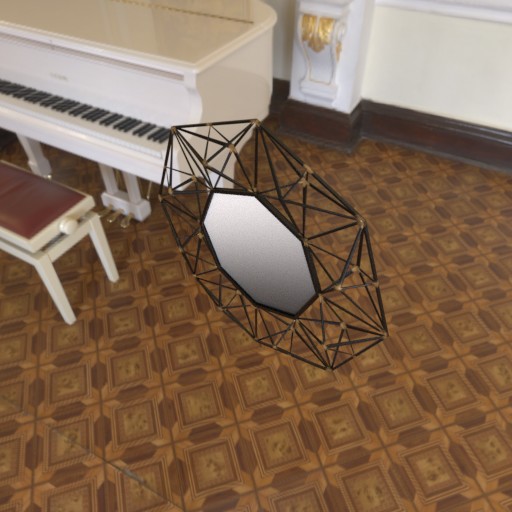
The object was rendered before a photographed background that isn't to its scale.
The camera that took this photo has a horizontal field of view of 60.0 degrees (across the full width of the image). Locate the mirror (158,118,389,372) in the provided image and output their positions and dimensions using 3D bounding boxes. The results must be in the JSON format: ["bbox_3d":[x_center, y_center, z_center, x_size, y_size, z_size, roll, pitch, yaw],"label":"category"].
[{"bbox_3d":[0.000,0.000,1.064,0.710,0.710,0.094,31,53,28],"label":"mirror"}]
